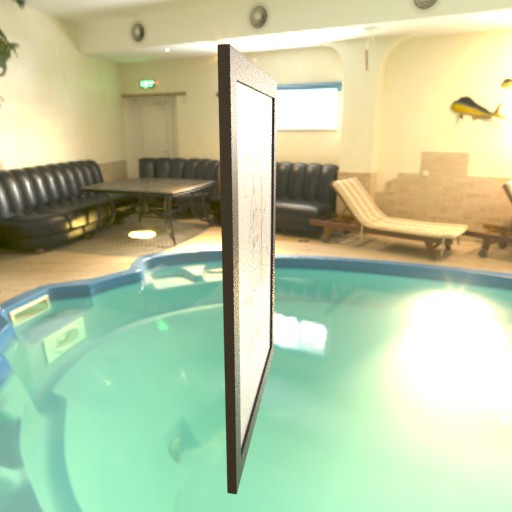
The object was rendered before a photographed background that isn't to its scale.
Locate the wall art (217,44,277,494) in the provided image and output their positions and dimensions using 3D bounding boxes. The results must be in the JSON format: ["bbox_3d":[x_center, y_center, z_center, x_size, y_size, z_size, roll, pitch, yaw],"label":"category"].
[{"bbox_3d":[0.000,0.000,0.680,0.013,0.534,0.381,3,16,9],"label":"wall art"}]
